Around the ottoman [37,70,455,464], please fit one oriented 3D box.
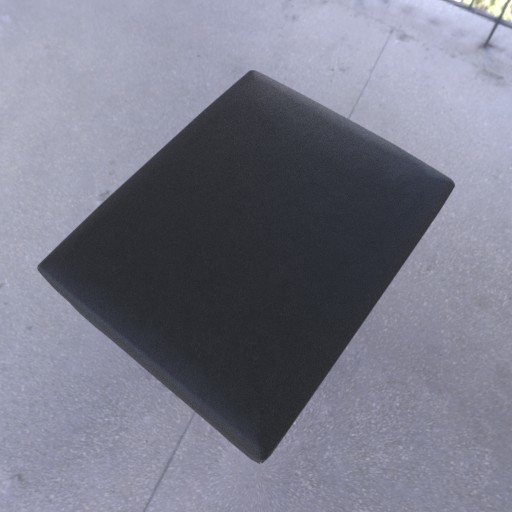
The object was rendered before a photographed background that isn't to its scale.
[{"bbox_3d":[0.000,0.000,1.768,0.967,0.696,1.187,35,69,16],"label":"ottoman"}]
